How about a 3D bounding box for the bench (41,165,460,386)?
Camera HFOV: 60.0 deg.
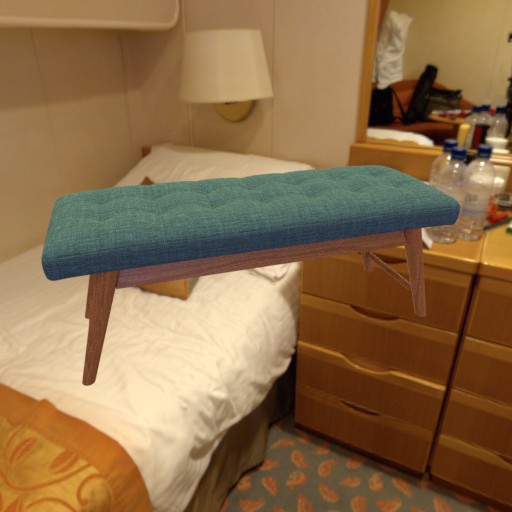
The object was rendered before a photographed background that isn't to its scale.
[{"bbox_3d":[0.000,0.000,1.364,1.118,0.432,0.406,-8,27,-16],"label":"bench"}]
